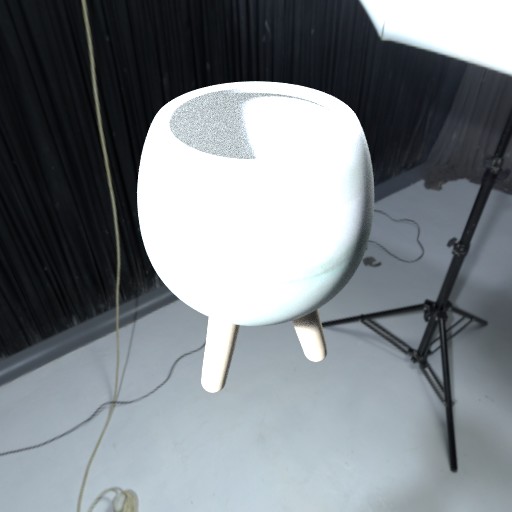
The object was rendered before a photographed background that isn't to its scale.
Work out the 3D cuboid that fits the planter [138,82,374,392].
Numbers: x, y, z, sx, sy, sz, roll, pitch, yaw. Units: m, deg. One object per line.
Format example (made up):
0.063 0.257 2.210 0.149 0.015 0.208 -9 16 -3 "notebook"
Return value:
0.000 0.000 0.343 0.161 0.224 0.161 0 41 0 "planter"
